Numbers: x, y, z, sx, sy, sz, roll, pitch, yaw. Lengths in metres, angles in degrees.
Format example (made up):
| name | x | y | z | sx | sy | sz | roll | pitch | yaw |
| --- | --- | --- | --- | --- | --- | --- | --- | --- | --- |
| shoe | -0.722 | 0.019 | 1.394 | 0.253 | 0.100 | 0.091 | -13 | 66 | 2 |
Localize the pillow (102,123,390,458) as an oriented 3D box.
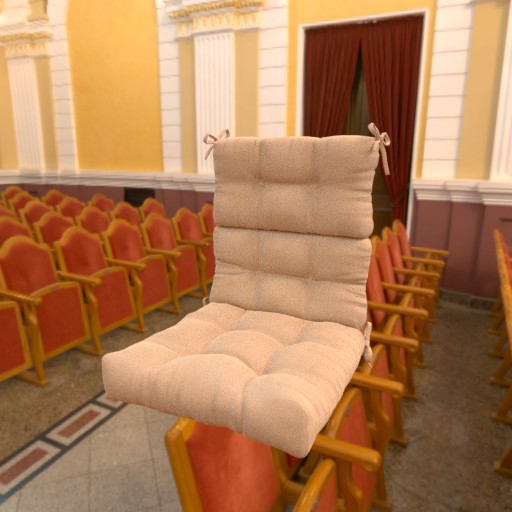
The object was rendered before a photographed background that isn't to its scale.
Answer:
| name | x | y | z | sx | sy | sz | roll | pitch | yaw |
| --- | --- | --- | --- | --- | --- | --- | --- | --- | --- |
| pillow | 0.000 | 0.000 | 1.033 | 0.519 | 0.605 | 0.571 | 7 | 15 | 26 |
